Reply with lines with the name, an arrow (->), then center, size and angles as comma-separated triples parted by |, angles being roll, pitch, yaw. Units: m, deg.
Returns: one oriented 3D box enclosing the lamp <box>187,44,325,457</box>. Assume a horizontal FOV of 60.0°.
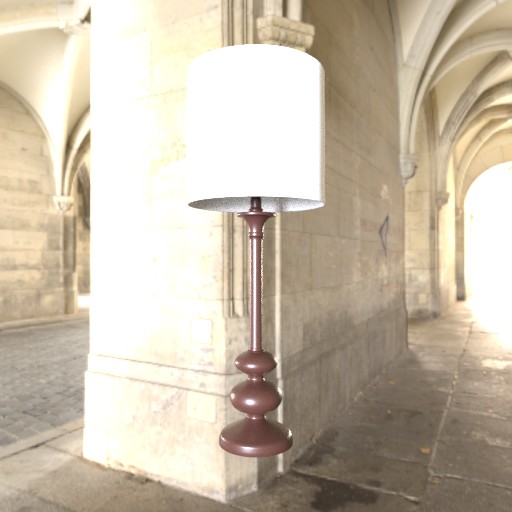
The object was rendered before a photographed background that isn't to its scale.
lamp -> 0.000, 0.000, 0.824 | 0.254, 0.690, 0.254 | 0, 0, -17
